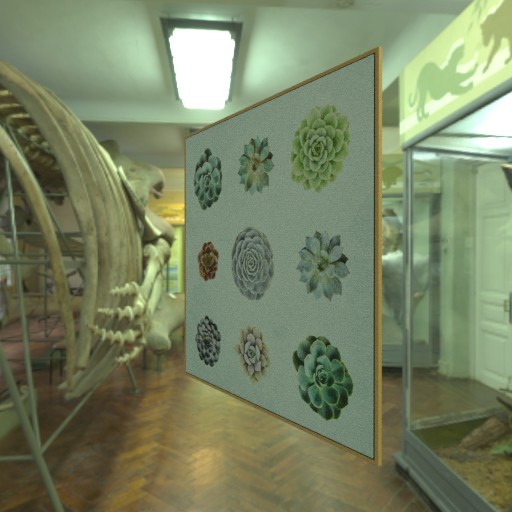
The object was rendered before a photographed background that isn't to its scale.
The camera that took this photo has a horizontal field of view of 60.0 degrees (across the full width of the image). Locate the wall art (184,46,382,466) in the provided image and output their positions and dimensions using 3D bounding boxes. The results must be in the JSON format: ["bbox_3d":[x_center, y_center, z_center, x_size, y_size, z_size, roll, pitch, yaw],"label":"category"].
[{"bbox_3d":[0.000,0.000,1.402,0.013,0.959,0.962,0,0,-36],"label":"wall art"}]
